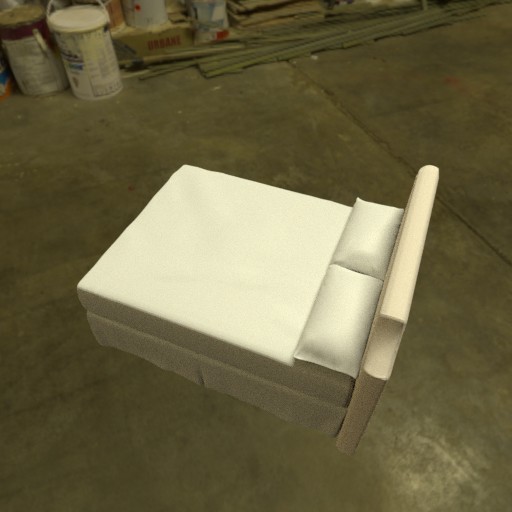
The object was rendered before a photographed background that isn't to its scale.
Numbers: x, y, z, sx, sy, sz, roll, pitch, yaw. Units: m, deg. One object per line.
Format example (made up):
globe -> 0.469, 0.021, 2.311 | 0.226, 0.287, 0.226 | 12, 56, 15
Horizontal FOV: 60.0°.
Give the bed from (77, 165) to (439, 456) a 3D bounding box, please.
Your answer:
bed -> 0.000, 0.000, 3.334 | 2.164, 1.297, 1.828 | 17, 49, 15
